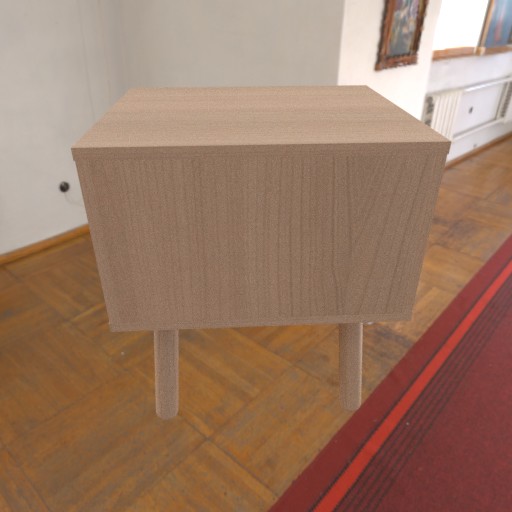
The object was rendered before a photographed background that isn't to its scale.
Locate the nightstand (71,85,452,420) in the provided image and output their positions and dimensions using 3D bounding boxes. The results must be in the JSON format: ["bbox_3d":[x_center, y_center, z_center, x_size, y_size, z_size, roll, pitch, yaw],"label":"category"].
[{"bbox_3d":[0.000,0.000,0.821,0.450,0.530,0.380,-2,31,-3],"label":"nightstand"}]
